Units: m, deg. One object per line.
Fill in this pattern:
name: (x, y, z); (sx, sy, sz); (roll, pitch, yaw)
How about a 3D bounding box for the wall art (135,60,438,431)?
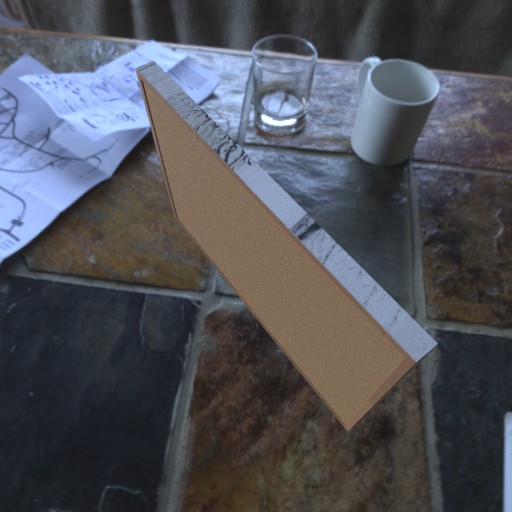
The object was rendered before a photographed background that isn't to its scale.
wall art: (0.000, 0.000, 0.775); (0.035, 0.407, 0.613); (-33, 64, -18)
